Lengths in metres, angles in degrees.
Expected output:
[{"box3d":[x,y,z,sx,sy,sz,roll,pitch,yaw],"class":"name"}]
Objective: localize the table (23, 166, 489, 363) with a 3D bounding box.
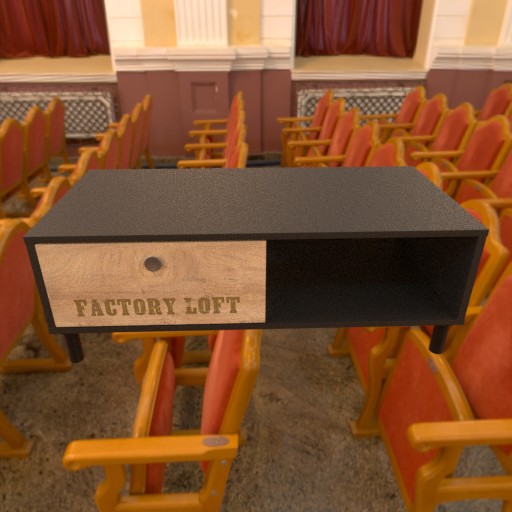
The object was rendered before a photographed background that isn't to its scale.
[{"box3d":[0.000,0.000,1.369,1.100,0.400,0.550,-1,28,-2],"class":"table"}]
